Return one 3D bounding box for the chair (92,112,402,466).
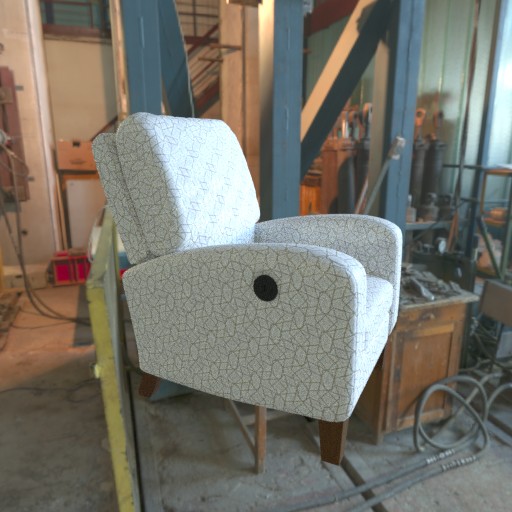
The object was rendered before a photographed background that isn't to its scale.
[{"bbox_3d":[0.000,0.000,1.731,0.995,1.064,0.796,7,16,26],"label":"chair"}]
